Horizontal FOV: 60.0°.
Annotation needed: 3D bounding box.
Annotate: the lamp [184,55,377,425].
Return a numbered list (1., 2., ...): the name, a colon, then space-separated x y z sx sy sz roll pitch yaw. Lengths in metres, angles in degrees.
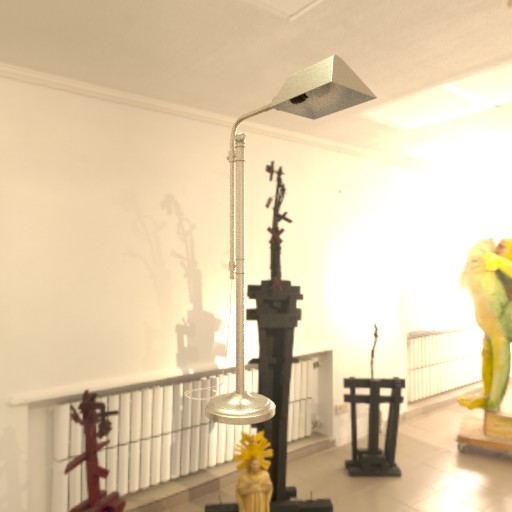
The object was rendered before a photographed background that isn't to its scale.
1. lamp: 0.000 0.000 0.962 0.159 0.708 0.546 0 -1 -37
